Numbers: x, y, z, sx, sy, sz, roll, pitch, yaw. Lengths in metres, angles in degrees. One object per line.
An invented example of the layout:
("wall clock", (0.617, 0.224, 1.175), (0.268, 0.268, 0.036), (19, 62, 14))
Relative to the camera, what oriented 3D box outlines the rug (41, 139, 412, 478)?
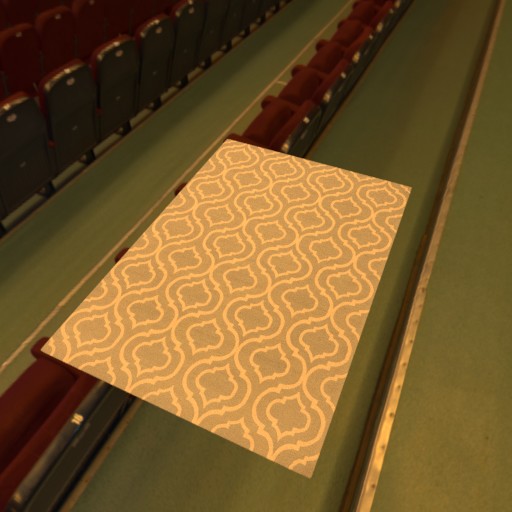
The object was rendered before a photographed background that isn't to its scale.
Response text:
("rug", (0.000, 0.000, 2.672), (1.451, 0.010, 2.080), (19, 51, 16))
